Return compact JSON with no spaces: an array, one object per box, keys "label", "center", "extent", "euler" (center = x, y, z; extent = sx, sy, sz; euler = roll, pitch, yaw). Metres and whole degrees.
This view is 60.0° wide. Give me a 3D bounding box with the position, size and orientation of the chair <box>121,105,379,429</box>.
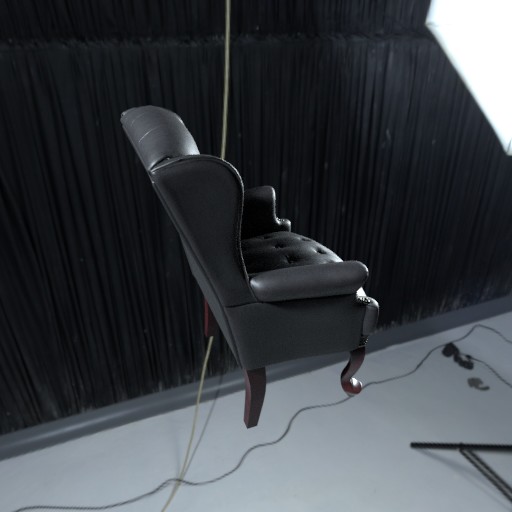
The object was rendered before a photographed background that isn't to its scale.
[{"label":"chair","center":[0.000,0.000,1.711],"extent":[0.822,1.133,0.831],"euler":[-11,31,-18]}]
